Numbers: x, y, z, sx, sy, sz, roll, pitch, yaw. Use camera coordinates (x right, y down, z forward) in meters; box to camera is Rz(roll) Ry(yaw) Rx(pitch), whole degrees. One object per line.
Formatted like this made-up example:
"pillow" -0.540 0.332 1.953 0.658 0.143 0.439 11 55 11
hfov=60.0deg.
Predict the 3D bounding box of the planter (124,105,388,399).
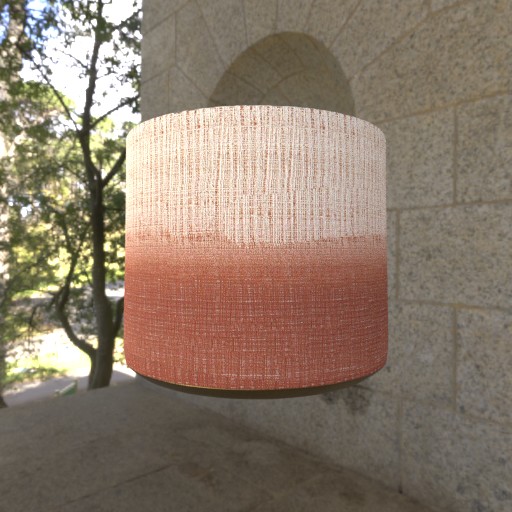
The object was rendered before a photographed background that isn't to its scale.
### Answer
"planter" 0.000 0.000 0.444 0.254 0.221 0.254 0 0 0
